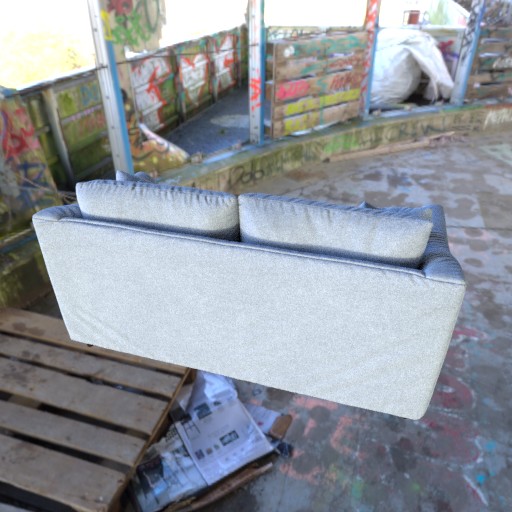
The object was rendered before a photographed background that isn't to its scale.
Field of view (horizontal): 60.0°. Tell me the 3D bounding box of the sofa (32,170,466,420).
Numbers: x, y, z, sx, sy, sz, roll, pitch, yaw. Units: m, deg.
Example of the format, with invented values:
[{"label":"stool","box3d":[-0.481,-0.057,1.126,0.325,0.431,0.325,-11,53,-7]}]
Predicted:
[{"label":"sofa","box3d":[0.000,0.000,2.533,2.010,1.018,1.072,9,33,14]}]
